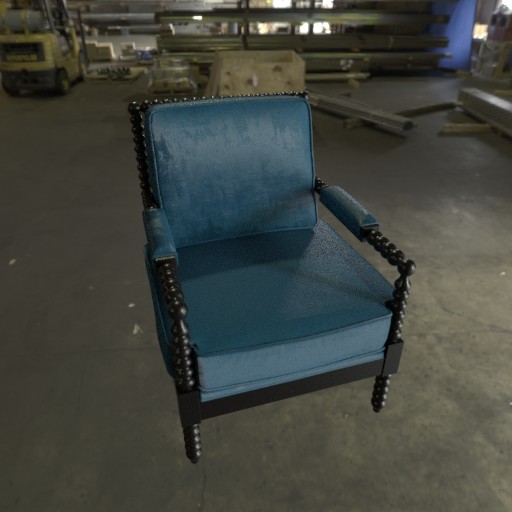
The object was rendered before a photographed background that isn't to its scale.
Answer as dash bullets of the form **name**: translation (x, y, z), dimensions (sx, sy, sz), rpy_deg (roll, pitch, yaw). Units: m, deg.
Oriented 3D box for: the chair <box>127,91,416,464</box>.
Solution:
- **chair**: translation (0.000, 0.000, 1.422), dimensions (0.688, 0.857, 0.805), rpy_deg (-9, 32, -15)
